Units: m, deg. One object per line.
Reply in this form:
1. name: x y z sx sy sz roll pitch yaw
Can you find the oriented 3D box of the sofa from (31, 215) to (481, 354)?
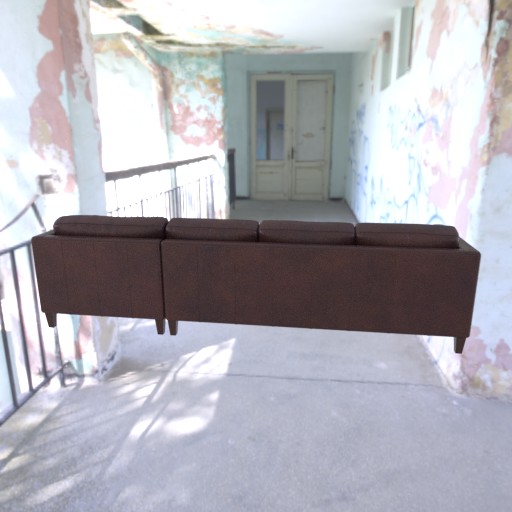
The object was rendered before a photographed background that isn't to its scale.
1. sofa: 0.000 0.000 3.931 3.203 0.883 1.581 2 16 8
